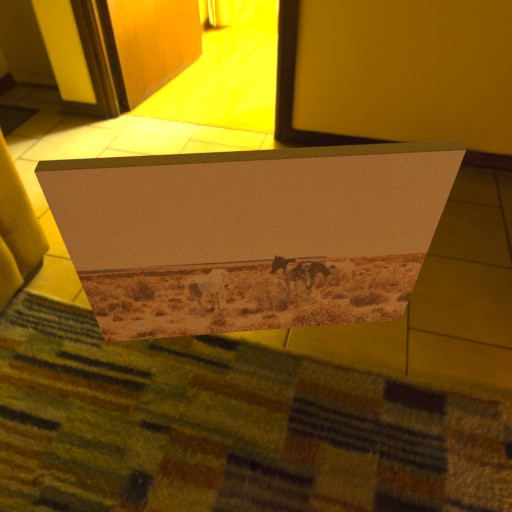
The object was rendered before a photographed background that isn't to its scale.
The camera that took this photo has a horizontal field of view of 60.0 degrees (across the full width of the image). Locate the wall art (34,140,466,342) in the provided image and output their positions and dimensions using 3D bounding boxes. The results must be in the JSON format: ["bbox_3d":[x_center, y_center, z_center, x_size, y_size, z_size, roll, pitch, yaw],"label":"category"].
[{"bbox_3d":[0.000,0.000,1.449,1.138,0.761,0.051,-4,45,-4],"label":"wall art"}]
